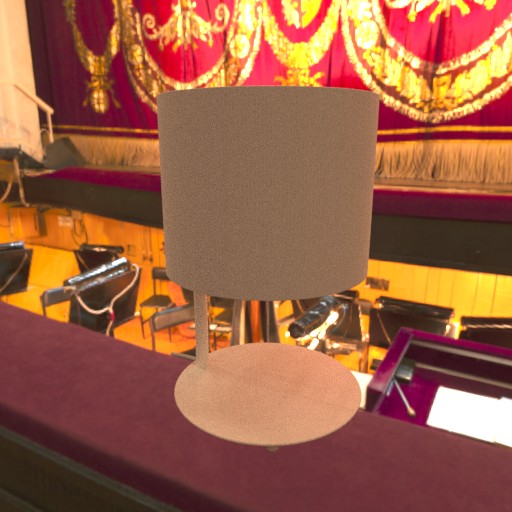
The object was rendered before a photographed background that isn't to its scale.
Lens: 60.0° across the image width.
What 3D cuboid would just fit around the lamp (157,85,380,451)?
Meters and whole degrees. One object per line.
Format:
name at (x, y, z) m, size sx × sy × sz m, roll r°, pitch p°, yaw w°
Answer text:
lamp at (0.000, 0.000, 0.676) m, size 0.341 × 0.454 × 0.299 m, roll 8°, pitch 17°, yaw 26°
